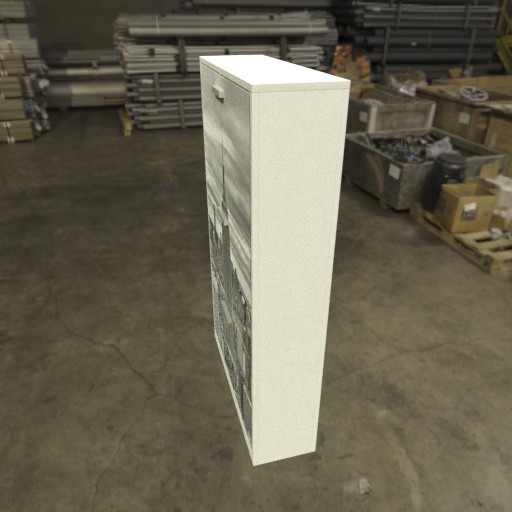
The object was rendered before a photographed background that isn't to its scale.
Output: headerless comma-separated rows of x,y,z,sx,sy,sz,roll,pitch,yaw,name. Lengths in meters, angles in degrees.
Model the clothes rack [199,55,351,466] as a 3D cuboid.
0.000,0.000,1.616,0.250,1.280,0.750,-7,30,-13,clothes rack
